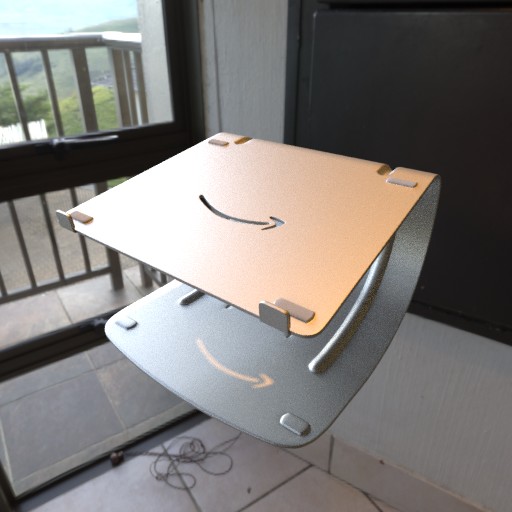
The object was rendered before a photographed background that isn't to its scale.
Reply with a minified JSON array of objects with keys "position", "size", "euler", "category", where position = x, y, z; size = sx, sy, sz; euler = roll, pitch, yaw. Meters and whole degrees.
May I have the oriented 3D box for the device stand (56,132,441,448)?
[{"position":[0.000,0.000,0.404],"size":[0.256,0.155,0.236],"euler":[21,35,33],"category":"device stand"}]
